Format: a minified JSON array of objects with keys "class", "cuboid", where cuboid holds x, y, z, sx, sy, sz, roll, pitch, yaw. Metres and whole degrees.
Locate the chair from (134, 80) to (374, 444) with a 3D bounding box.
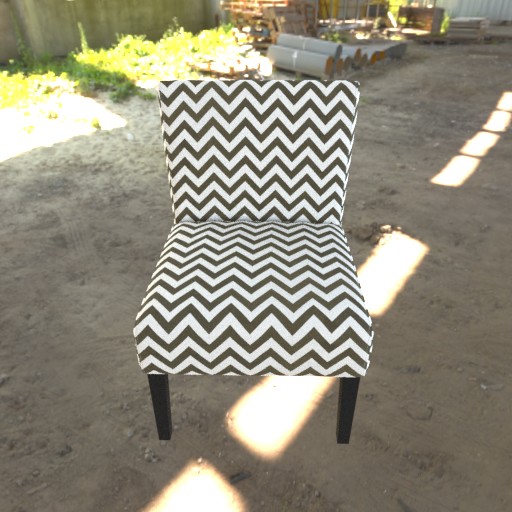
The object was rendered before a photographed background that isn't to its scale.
[{"class":"chair","cuboid":[0.000,0.000,1.256,0.589,0.838,0.648,1,32,1]}]
